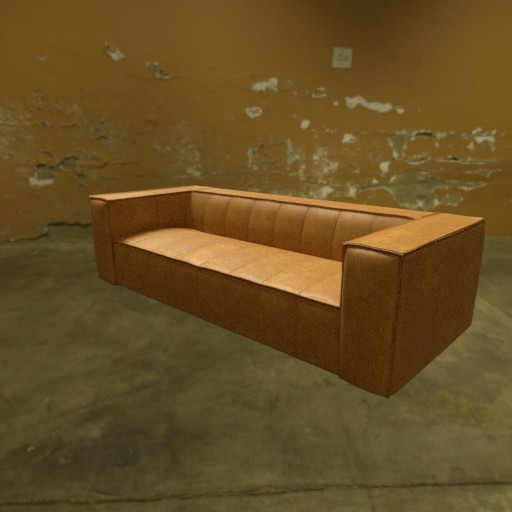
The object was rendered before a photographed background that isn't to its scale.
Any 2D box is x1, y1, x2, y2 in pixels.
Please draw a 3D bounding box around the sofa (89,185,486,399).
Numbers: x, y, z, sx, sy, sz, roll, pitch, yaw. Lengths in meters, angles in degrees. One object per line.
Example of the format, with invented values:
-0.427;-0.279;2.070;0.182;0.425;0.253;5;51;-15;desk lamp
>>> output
0.000;0.000;3.002;2.581;0.701;1.102;13;20;41;sofa
